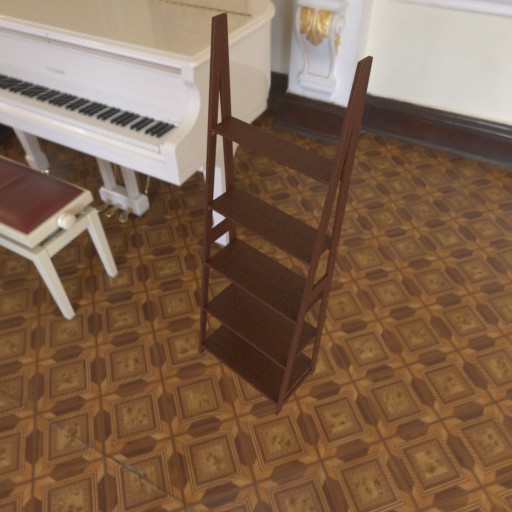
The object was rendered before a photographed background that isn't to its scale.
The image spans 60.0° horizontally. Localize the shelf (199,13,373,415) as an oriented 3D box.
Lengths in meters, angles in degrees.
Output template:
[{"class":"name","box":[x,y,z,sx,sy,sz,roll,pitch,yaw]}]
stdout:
[{"class":"shelf","box":[0.000,0.000,1.956,0.600,1.770,0.350,31,53,27]}]
